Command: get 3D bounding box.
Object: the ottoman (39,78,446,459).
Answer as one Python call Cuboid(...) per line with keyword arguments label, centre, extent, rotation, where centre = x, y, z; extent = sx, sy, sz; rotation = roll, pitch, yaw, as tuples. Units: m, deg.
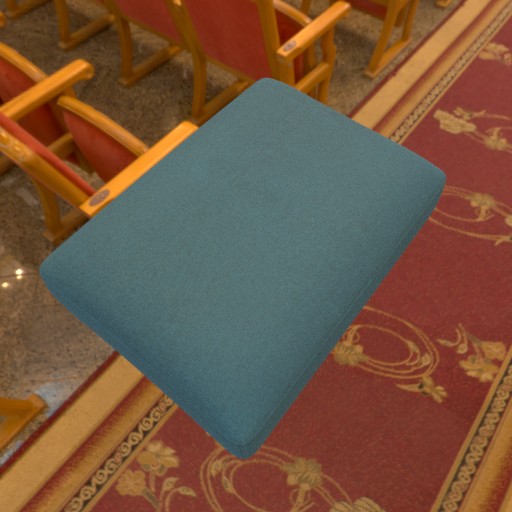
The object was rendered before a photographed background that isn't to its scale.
Cuboid(label="ottoman", centre=(0.000, 0.000, 1.058), extent=(0.549, 0.428, 0.749), rotation=(35, 66, 18))
